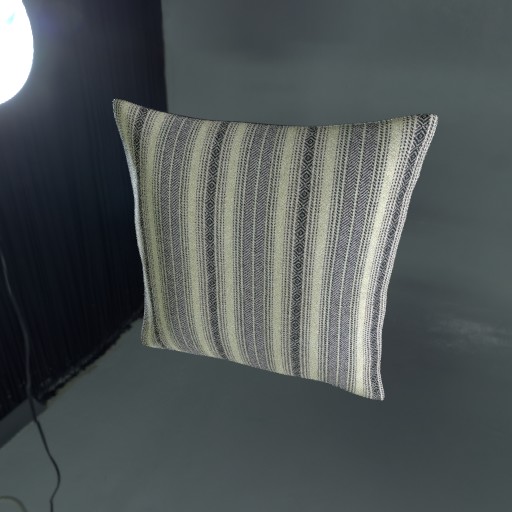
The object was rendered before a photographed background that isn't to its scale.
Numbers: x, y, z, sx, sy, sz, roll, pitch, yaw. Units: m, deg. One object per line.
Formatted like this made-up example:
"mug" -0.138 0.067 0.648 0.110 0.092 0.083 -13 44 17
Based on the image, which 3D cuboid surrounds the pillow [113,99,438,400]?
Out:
"pillow" 0.000 0.000 0.785 0.520 0.508 0.166 9 27 17
